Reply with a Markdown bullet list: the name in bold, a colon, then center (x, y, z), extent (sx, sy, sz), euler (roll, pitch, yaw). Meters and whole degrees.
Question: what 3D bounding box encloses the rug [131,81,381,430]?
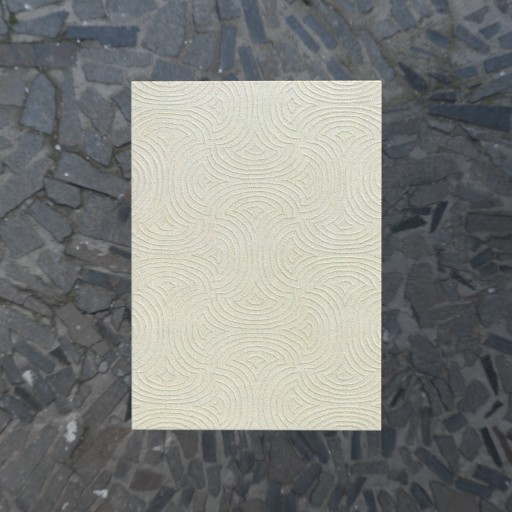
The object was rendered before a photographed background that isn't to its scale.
- **rug**: center (0.000, 0.000, 2.709), extent (1.526, 0.015, 2.132), euler (0, 90, 1)
